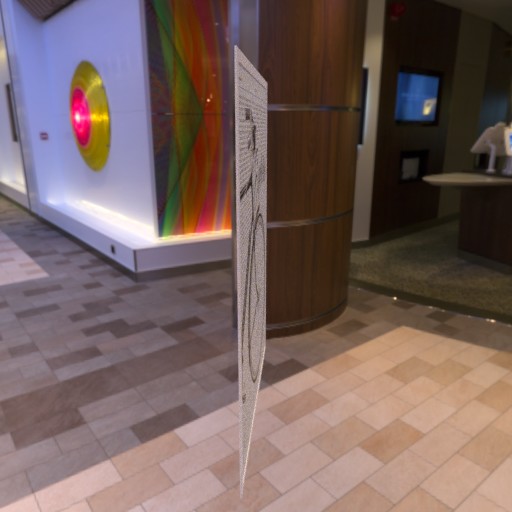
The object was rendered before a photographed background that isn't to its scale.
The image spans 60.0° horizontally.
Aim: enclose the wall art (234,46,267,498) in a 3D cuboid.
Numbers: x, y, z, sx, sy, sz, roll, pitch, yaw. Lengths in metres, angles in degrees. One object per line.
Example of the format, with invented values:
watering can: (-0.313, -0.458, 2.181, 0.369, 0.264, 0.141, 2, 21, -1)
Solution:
wall art: (0.000, 0.000, 0.784, 0.003, 0.610, 0.457, 2, 17, 5)
